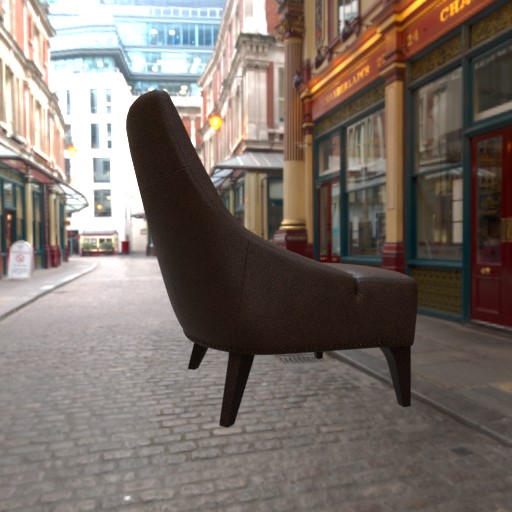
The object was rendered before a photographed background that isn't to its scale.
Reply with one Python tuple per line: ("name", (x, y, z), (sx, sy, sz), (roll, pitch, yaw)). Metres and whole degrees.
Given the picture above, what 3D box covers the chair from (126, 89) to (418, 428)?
("chair", (0.000, 0.000, 1.534), (0.861, 0.909, 0.701), (0, 1, -17))
